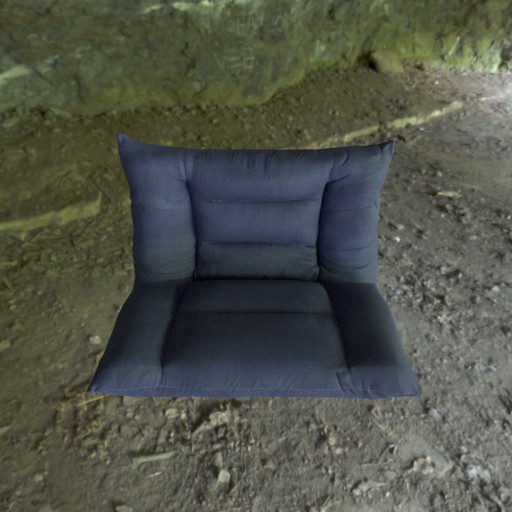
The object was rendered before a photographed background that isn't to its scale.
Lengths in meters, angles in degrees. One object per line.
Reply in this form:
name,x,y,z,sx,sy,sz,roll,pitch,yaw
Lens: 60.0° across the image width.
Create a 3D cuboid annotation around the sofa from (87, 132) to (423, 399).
sofa,0.000,0.000,1.691,1.122,0.778,0.849,0,30,0
